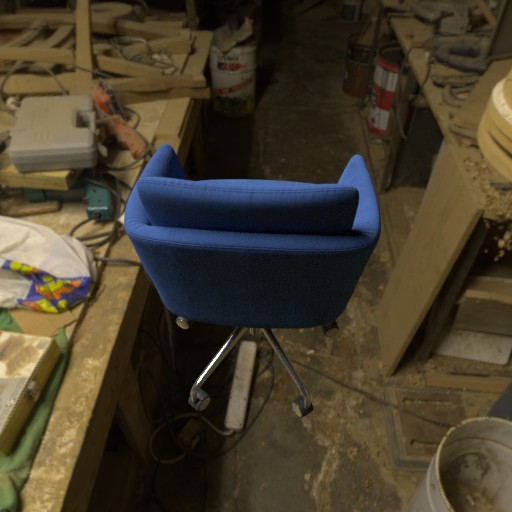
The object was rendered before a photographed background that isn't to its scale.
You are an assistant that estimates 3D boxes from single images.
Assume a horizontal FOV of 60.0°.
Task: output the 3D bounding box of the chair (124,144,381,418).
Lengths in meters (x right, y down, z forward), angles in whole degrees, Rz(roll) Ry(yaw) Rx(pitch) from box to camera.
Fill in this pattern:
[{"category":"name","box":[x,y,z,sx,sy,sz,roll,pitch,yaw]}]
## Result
[{"category":"chair","box":[0.000,0.000,1.361,0.641,0.908,0.635,3,45,3]}]
